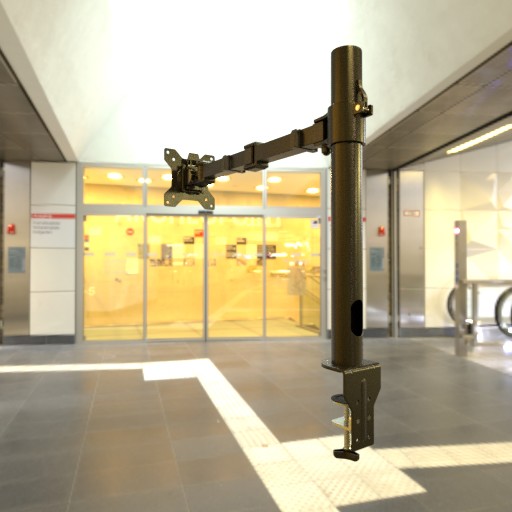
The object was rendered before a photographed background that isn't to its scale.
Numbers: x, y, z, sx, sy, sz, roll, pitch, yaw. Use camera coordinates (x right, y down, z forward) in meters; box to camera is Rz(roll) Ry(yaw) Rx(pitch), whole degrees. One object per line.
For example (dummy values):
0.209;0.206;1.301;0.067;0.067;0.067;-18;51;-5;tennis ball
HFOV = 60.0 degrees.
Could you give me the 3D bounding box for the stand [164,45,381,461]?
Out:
0.000;0.000;0.714;0.115;0.510;0.456;1;-1;-36;stand
